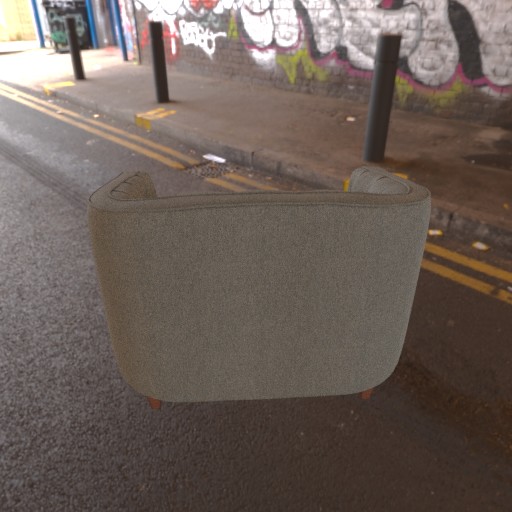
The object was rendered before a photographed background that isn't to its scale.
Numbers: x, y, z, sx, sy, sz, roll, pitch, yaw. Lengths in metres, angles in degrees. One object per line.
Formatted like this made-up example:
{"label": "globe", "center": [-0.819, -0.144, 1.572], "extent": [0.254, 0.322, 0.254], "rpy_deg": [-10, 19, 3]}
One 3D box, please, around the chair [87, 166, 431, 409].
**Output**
{"label": "chair", "center": [0.000, 0.000, 1.760], "extent": [1.094, 0.852, 0.945], "rpy_deg": [-2, 30, -3]}
